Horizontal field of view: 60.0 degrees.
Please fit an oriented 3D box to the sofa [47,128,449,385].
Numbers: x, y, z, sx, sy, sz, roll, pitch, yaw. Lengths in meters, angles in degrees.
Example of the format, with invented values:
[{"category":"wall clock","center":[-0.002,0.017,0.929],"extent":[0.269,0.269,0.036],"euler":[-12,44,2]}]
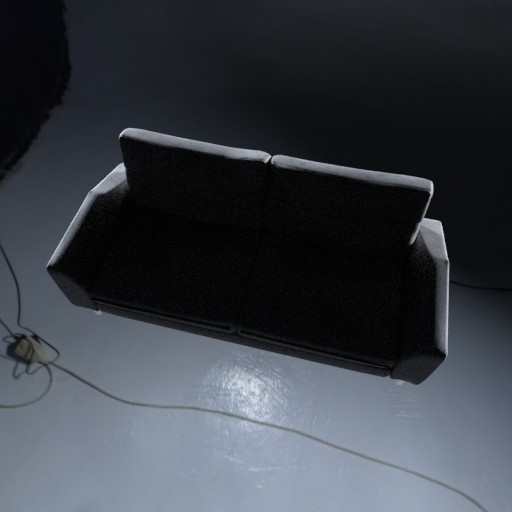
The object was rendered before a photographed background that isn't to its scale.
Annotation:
[{"category":"sofa","center":[0.000,0.000,2.299],"extent":[1.837,0.859,0.849],"euler":[12,57,8]}]
